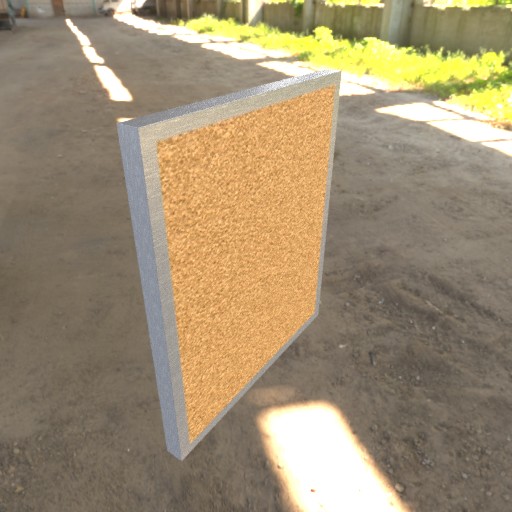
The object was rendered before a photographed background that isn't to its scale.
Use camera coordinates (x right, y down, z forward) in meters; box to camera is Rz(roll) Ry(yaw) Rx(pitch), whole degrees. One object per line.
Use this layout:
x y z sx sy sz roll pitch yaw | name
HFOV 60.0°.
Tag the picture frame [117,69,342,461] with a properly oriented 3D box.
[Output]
0.000 0.000 0.530 0.027 0.378 0.327 20 36 30 | picture frame
